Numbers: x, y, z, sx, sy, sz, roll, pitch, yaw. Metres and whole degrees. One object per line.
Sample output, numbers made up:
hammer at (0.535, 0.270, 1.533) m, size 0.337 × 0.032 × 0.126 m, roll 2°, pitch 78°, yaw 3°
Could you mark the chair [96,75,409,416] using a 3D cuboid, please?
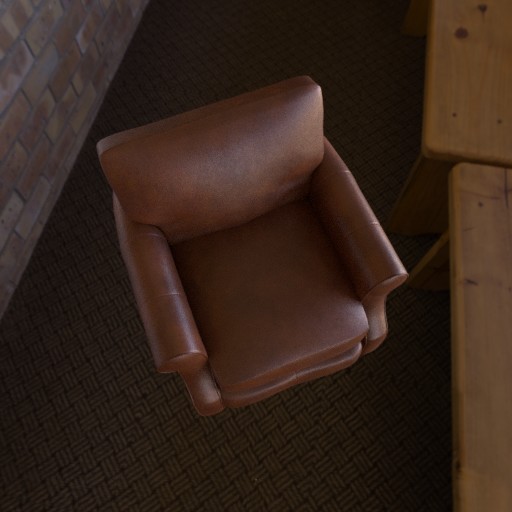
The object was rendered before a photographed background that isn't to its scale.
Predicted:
chair at (0.000, 0.000, 1.799) m, size 0.989 × 0.972 × 0.992 m, roll -19°, pitch 65°, yaw -9°
